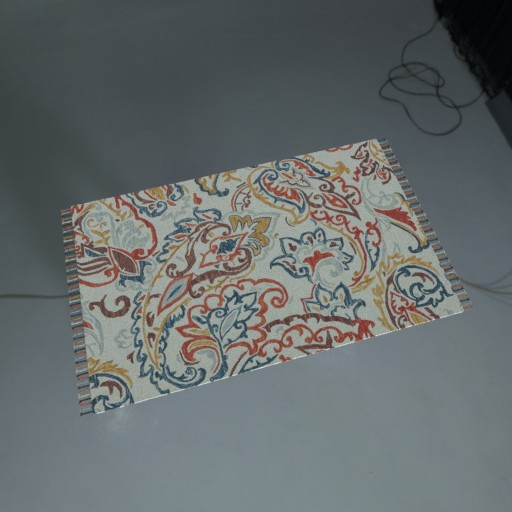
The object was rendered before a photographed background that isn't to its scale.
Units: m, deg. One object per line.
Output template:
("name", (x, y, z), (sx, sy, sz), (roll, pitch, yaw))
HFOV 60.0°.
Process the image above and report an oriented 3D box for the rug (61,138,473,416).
("rug", (0.000, 0.000, 3.115), (2.584, 0.010, 1.523), (-14, 64, -7))
